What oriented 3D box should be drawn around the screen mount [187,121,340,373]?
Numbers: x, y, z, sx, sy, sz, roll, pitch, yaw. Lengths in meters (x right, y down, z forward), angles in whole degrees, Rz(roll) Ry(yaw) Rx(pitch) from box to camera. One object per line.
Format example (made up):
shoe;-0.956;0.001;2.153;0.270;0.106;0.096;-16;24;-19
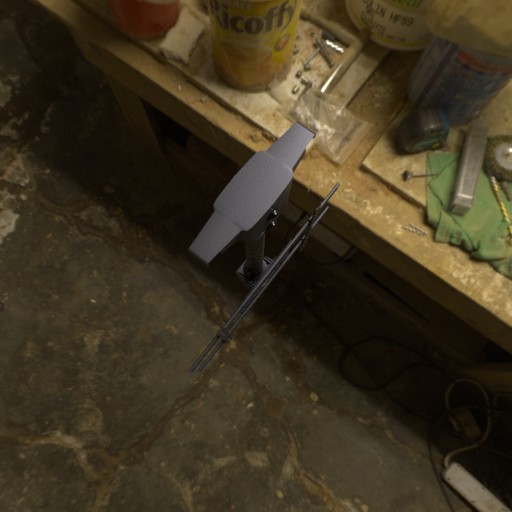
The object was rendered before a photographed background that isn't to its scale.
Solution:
screen mount;0.000;0.000;1.009;0.090;0.775;0.595;37;79;8
